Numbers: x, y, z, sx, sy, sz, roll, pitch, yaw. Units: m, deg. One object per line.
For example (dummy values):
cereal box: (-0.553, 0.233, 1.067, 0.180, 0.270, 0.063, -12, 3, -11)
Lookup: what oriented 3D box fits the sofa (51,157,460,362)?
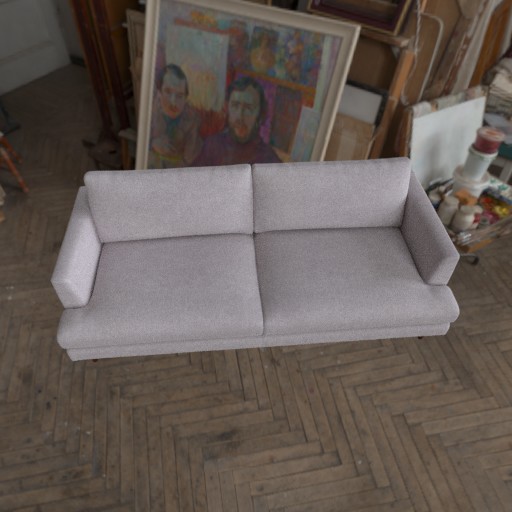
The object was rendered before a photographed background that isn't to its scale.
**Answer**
sofa: (0.000, 0.000, 2.767, 2.250, 0.868, 1.020, -3, 47, -3)
